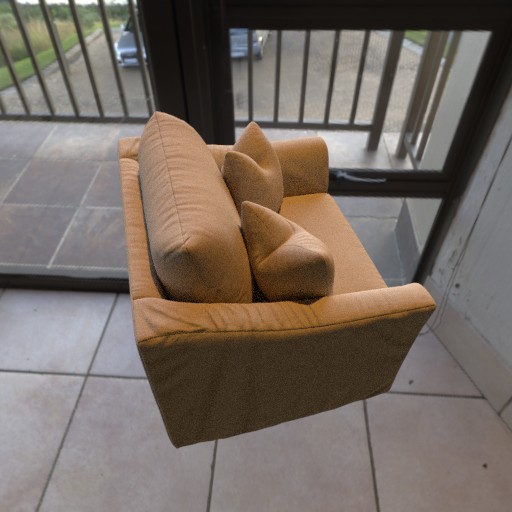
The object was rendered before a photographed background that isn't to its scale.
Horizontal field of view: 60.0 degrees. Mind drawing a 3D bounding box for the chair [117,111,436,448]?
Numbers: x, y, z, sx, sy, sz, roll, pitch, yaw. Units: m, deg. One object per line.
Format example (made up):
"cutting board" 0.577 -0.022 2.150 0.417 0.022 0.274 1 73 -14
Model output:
"chair" 0.000 0.000 2.034 1.071 1.093 1.194 -11 47 -10
